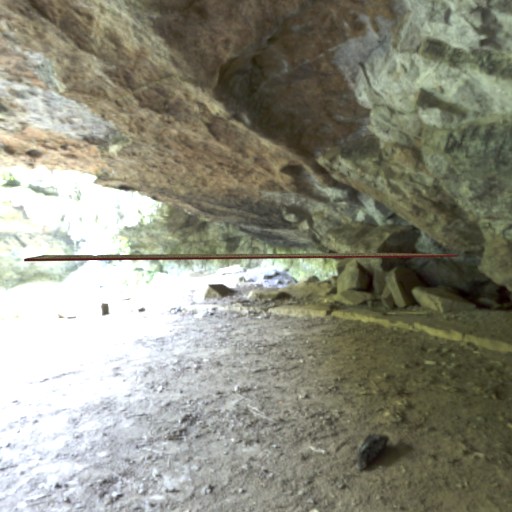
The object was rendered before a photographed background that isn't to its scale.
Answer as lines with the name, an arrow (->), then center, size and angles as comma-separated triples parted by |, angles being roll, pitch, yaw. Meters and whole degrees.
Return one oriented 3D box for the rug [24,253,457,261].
rug -> 0.000, 0.000, 2.543 | 2.292, 0.015, 0.659 | 0, 1, -19
